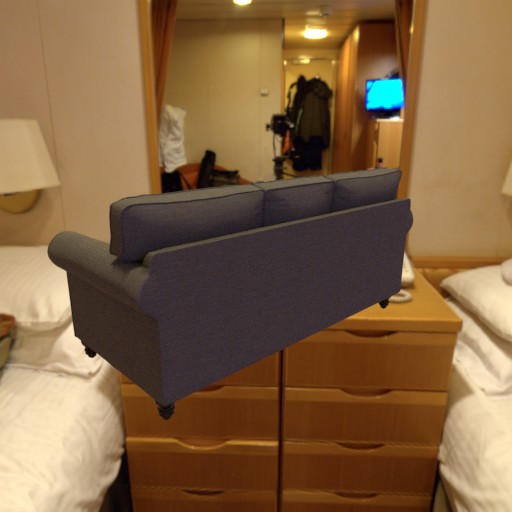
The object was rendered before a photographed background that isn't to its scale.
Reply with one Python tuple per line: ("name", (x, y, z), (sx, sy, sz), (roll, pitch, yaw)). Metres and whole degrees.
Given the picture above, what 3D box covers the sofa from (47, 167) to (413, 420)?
("sofa", (0.000, 0.000, 2.636), (2.084, 0.966, 0.909), (-15, 22, -42))
